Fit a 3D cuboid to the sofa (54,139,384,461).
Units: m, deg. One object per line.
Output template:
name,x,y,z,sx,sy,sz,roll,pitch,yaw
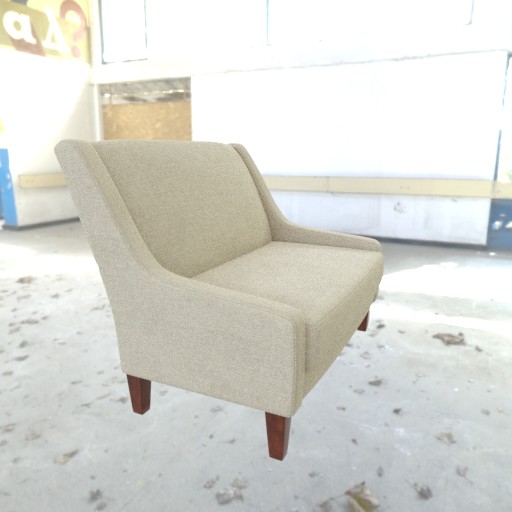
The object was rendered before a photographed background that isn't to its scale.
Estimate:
sofa,0.000,0.000,1.921,0.946,0.976,1.212,7,15,26
